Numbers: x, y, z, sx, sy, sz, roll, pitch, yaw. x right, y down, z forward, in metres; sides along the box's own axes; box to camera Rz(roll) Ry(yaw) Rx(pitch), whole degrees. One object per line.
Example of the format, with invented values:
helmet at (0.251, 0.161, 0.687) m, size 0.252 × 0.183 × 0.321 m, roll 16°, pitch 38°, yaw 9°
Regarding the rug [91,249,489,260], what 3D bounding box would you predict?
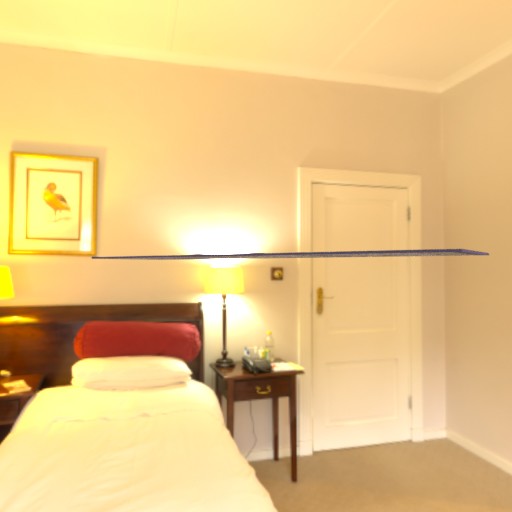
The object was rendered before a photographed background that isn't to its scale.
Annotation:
rug at (0.000, 0.000, 2.506) m, size 2.283 × 0.016 × 0.602 m, roll -1°, pitch -2°, yaw 36°
